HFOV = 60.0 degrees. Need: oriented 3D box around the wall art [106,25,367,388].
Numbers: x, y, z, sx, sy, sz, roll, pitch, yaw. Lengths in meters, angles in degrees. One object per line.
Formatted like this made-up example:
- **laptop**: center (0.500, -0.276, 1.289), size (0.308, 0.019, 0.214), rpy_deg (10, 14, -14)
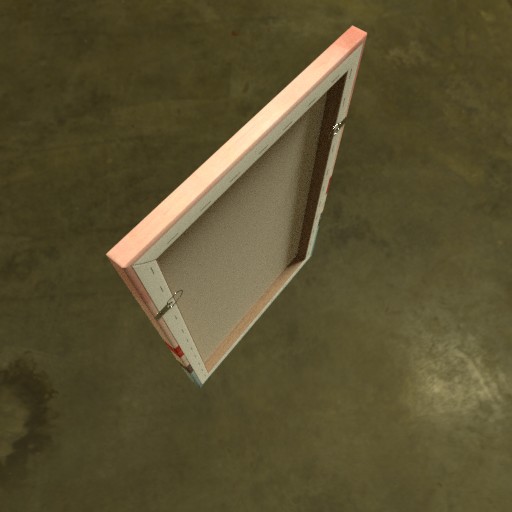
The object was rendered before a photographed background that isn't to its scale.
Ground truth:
- **wall art**: center (0.000, 0.000, 1.118), size (0.038, 0.914, 0.610), rpy_deg (36, 69, 16)
